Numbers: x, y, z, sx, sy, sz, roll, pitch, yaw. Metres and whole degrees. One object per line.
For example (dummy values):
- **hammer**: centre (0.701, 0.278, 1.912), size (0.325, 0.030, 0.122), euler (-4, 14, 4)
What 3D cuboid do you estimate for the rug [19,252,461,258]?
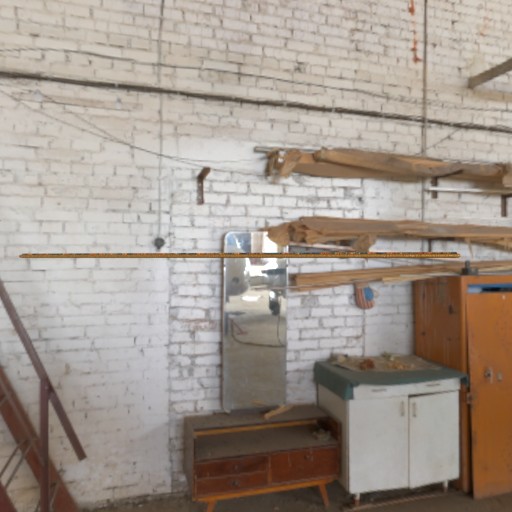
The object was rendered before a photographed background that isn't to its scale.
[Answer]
- **rug**: centre (0.000, 0.000, 2.820), size (2.204, 0.024, 1.588), euler (0, 0, 18)
